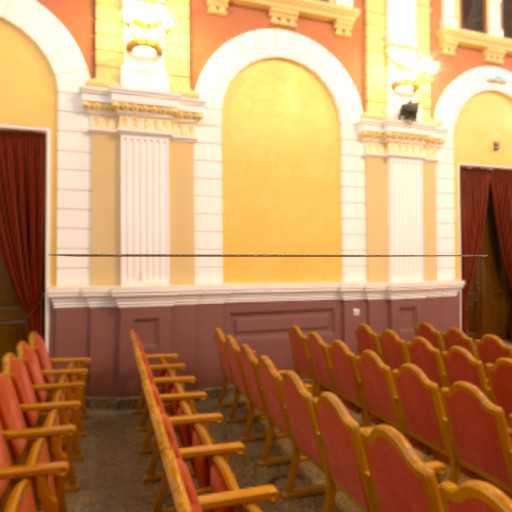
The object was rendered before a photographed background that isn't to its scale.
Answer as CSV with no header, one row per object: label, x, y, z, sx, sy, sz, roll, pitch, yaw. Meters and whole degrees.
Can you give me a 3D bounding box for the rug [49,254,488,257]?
rug,0.000,0.000,2.892,2.283,0.006,1.521,0,0,-18
